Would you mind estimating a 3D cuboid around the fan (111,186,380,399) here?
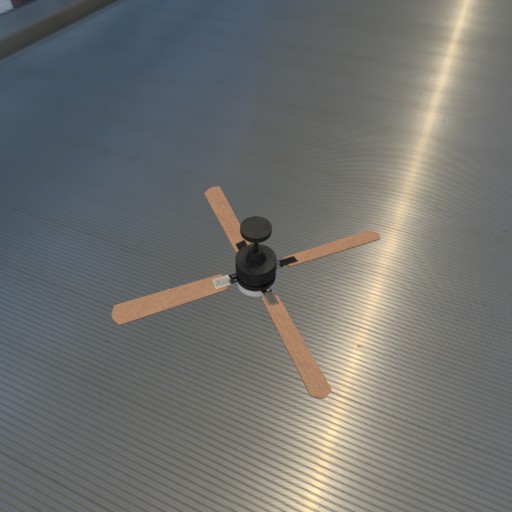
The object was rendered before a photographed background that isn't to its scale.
[{"bbox_3d":[0.000,0.000,1.967,1.320,0.355,1.320,-17,50,-15],"label":"fan"}]
